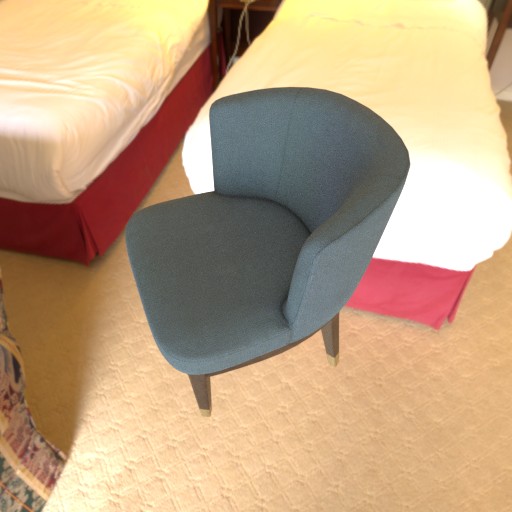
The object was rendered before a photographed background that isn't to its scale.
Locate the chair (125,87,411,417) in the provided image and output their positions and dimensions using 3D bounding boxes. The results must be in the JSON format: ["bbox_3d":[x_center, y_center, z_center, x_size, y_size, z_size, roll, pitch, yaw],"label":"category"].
[{"bbox_3d":[0.000,0.000,1.313,0.702,0.760,0.661,-17,48,-16],"label":"chair"}]
